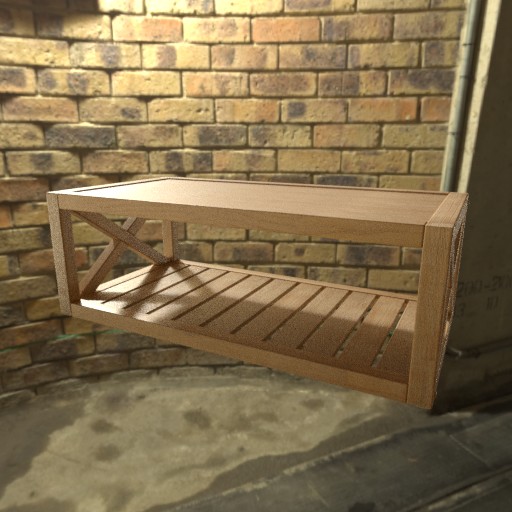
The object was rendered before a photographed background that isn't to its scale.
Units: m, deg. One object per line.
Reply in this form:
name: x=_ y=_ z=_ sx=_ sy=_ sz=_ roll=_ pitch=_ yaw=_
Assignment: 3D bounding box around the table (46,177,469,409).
table: x=0.000 y=0.000 z=1.596 sx=1.321 sy=0.457 sz=0.660 roll=8 pitch=17 yaw=26
